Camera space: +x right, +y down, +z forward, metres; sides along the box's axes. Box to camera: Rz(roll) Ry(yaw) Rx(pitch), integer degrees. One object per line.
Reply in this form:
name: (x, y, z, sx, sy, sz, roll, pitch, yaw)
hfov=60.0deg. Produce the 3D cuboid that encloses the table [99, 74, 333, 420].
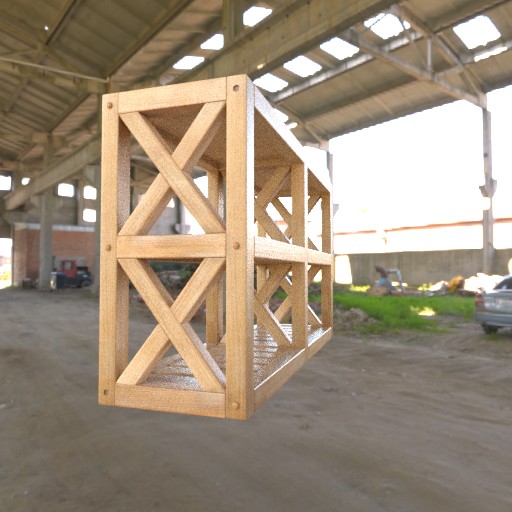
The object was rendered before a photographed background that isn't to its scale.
table: (0.000, 0.000, 1.649, 0.381, 0.762, 1.320, -1, -2, 18)
